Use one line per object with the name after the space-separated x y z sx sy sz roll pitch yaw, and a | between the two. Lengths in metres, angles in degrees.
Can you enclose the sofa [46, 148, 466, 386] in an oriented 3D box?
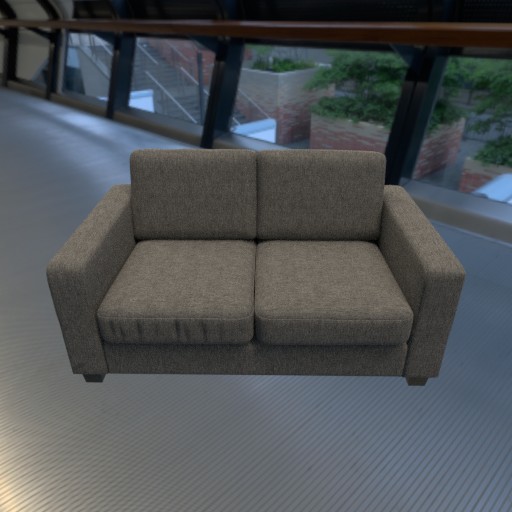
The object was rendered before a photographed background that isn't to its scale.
0.000 0.000 1.990 1.520 0.800 0.900 0 30 1 | sofa
